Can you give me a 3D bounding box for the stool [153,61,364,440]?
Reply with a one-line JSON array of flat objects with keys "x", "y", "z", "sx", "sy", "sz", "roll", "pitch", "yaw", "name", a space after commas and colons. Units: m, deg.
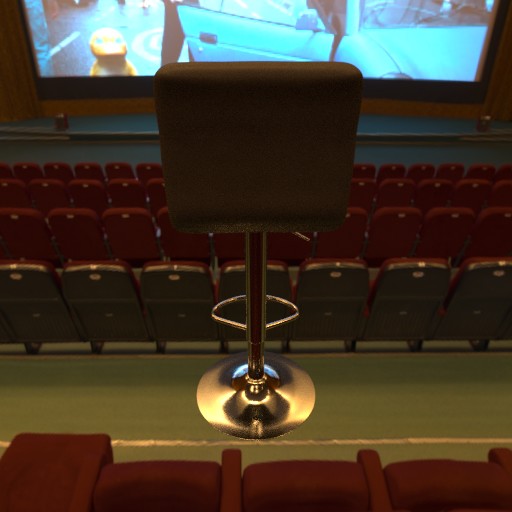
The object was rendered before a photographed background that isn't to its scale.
[{"x": 0.000, "y": 0.000, "z": 1.331, "sx": 0.430, "sy": 1.115, "sz": 0.505, "roll": -1, "pitch": 29, "yaw": -1, "name": "stool"}]
